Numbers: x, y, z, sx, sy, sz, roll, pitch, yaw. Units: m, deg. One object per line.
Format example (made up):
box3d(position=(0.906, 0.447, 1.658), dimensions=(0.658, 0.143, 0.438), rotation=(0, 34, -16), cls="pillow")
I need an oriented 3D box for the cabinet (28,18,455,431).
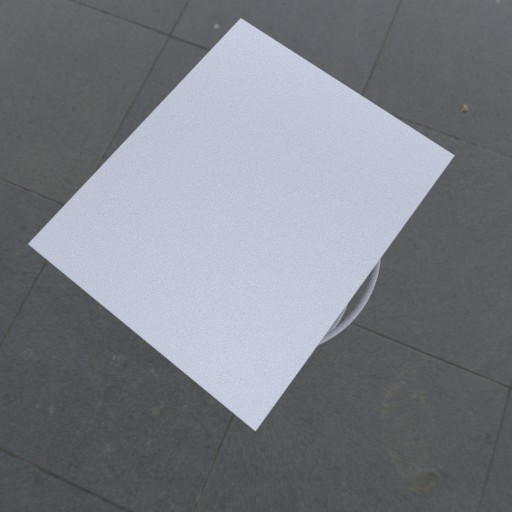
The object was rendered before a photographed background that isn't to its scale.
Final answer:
box3d(position=(0.000, 0.000, 0.754), dimensions=(0.360, 0.470, 0.400), rotation=(37, 78, 9), cls="cabinet")
